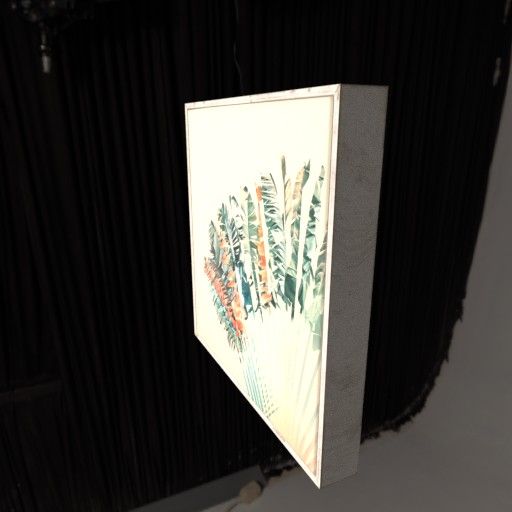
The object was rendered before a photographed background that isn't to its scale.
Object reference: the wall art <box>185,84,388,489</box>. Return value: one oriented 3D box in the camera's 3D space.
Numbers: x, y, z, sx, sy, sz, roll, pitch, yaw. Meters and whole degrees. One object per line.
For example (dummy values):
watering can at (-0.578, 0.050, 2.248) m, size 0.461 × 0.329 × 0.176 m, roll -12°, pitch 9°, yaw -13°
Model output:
wall art at (0.000, 0.000, 0.450) m, size 0.038 × 0.303 × 0.305 m, roll -8°, pitch 18°, yaw -25°
